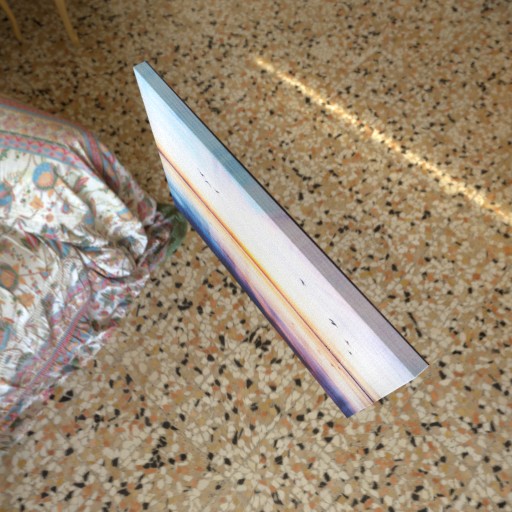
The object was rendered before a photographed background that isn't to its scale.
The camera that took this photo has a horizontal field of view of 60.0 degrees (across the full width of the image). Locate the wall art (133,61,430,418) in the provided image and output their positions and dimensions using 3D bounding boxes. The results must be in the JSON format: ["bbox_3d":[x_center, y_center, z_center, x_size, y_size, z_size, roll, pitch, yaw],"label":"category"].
[{"bbox_3d":[0.000,0.000,1.167,0.037,0.605,0.911,-35,69,-15],"label":"wall art"}]
